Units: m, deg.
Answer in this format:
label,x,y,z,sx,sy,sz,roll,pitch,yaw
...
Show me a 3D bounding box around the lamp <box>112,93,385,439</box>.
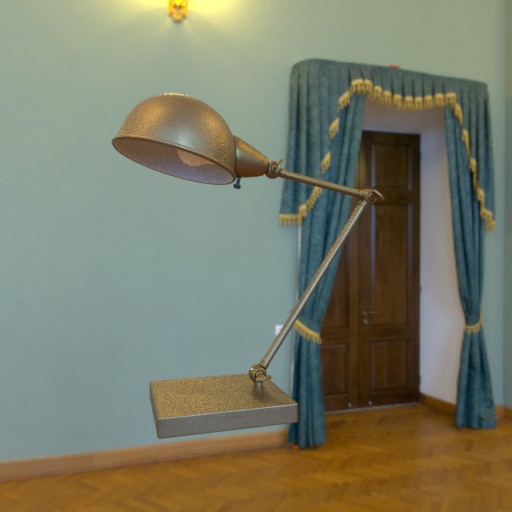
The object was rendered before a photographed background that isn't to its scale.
label,x,y,z,sx,sy,sz,roll,pitch,yaw
lamp,0.000,0.000,0.548,0.339,0.371,0.149,0,0,-17
